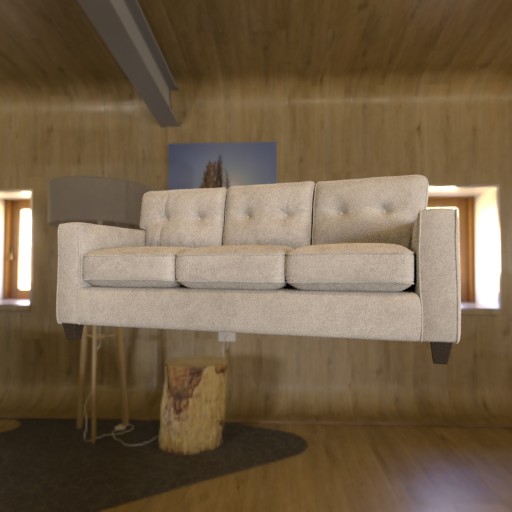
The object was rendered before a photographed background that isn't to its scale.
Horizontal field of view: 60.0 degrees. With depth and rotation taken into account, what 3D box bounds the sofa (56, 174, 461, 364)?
[{"bbox_3d":[0.000,0.000,2.619,2.133,0.965,0.939,0,-1,19],"label":"sofa"}]
